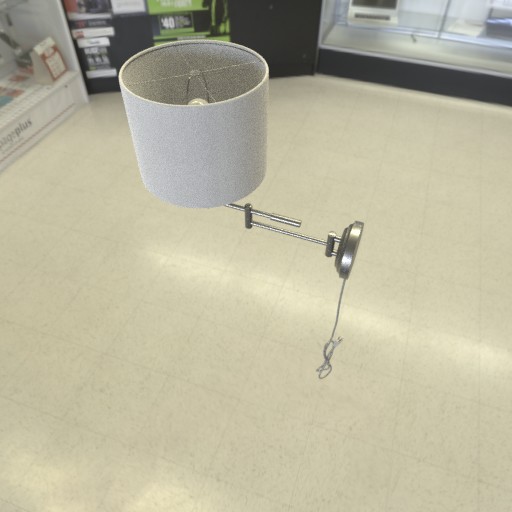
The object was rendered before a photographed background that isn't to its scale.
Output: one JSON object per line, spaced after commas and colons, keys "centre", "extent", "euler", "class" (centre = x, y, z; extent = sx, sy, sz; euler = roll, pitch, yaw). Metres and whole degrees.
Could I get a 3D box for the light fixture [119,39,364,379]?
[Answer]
{"centre": [0.000, 0.000, 1.032], "extent": [0.479, 0.842, 0.253], "euler": [16, 49, 15], "class": "light fixture"}
